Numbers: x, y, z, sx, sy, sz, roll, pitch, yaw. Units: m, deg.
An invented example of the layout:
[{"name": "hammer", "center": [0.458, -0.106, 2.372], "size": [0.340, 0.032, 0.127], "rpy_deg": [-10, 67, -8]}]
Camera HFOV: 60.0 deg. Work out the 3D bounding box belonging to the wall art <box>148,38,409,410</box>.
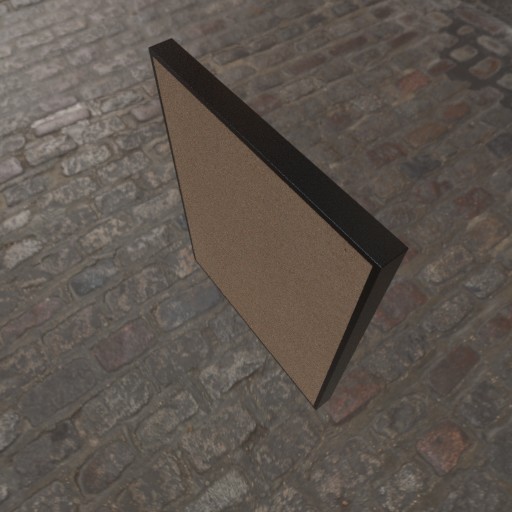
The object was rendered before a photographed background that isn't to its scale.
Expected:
[{"name": "wall art", "center": [0.000, 0.000, 0.756], "size": [0.038, 0.551, 0.448], "rpy_deg": [-32, 63, -19]}]
